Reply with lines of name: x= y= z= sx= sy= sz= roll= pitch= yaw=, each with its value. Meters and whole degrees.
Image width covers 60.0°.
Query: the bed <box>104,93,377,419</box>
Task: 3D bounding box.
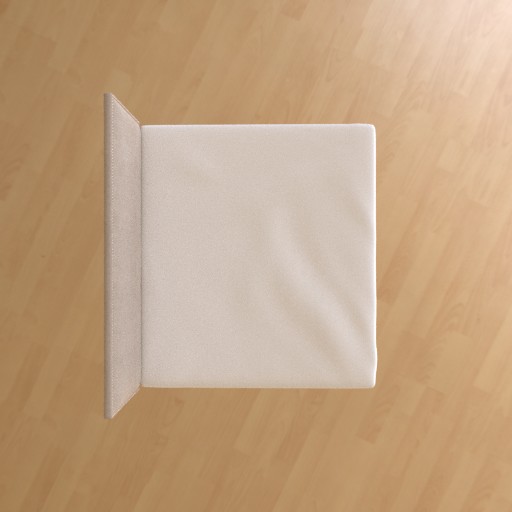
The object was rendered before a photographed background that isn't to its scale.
bed: x=0.000 y=0.000 z=3.463 sx=1.914 sy=1.346 sz=2.170 roll=0 pitch=90 yaw=1
